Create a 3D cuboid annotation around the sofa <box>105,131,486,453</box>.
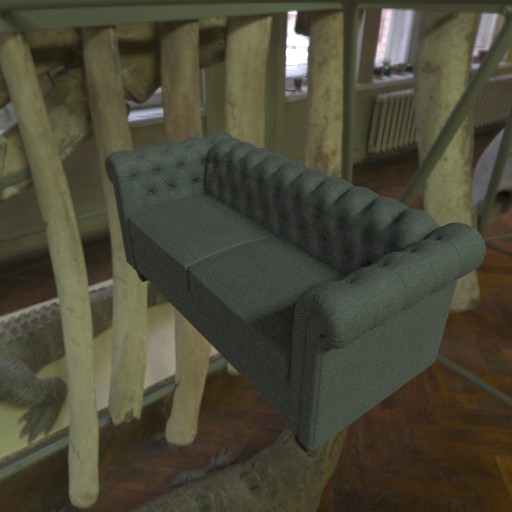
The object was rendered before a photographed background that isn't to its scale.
[{"bbox_3d":[0.000,0.000,2.198,0.783,0.797,1.798,-21,37,-31],"label":"sofa"}]
